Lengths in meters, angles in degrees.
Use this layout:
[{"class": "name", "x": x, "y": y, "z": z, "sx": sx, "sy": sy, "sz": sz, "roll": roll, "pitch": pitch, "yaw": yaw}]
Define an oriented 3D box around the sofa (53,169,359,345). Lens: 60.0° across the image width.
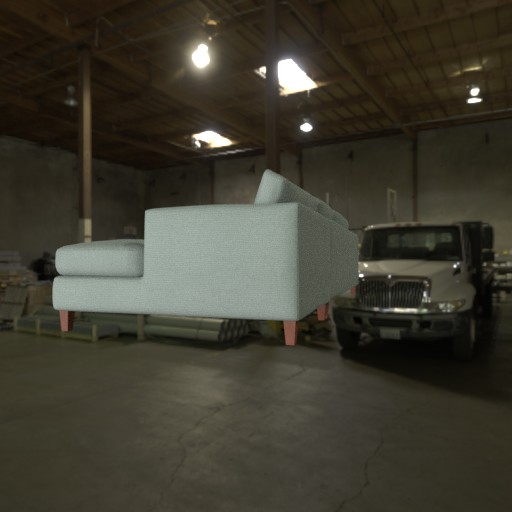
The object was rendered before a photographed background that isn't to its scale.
[{"class": "sofa", "x": 0.000, "y": 0.000, "z": 4.135, "sx": 1.604, "sy": 0.950, "sz": 3.471, "roll": 0, "pitch": 0, "yaw": 18}]
